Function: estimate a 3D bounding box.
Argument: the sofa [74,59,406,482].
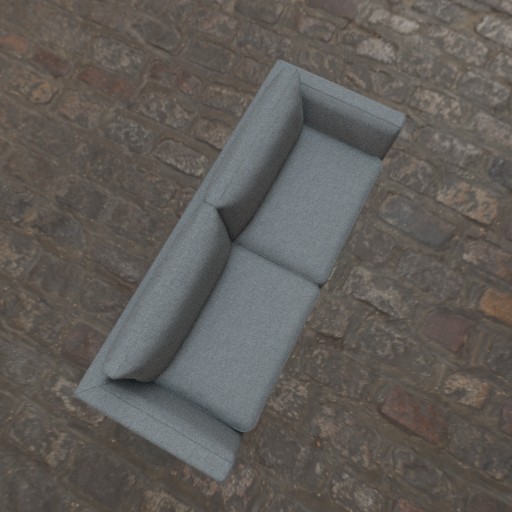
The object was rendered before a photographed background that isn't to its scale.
[{"bbox_3d":[0.000,0.000,2.598,0.869,1.002,2.212,27,76,7],"label":"sofa"}]
